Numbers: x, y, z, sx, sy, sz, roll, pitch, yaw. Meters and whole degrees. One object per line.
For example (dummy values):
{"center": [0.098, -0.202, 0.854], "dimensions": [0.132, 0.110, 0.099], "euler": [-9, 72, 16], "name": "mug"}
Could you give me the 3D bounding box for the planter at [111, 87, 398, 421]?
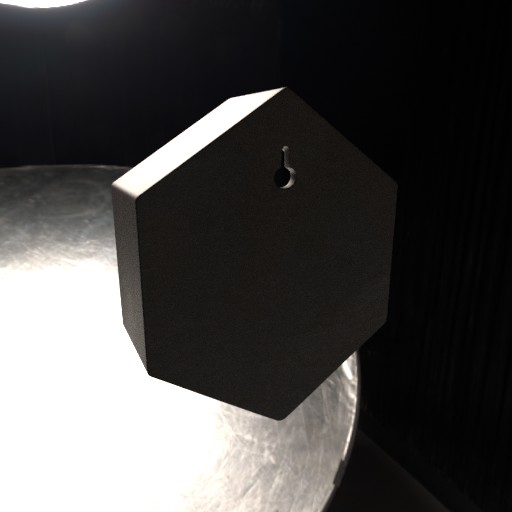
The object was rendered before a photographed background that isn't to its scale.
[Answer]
{"center": [0.000, 0.000, 0.298], "dimensions": [0.169, 0.206, 0.077], "euler": [-7, 16, -25], "name": "planter"}
